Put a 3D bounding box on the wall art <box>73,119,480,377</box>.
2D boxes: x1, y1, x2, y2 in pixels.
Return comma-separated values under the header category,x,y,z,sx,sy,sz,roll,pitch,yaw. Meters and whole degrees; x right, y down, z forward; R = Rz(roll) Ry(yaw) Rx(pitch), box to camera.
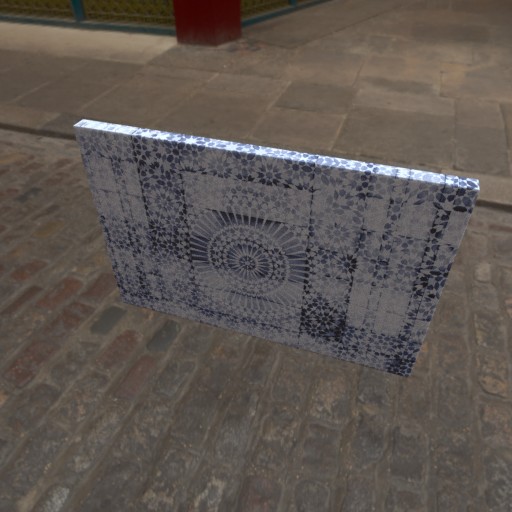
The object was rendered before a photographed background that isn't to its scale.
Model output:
category,x,y,z,sx,sy,sz,roll,pitch,yaw
wall art,0.000,0.000,0.775,0.608,0.406,0.030,12,42,14
